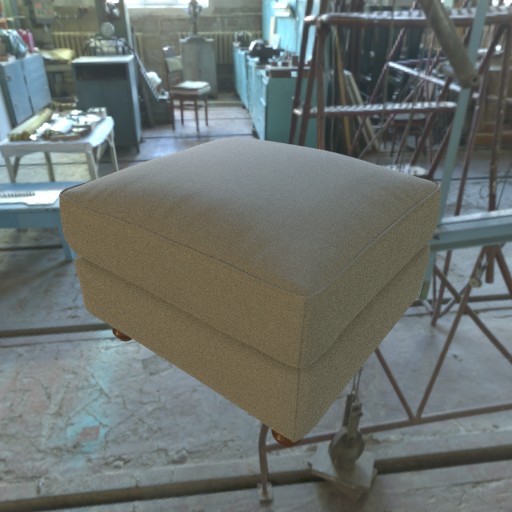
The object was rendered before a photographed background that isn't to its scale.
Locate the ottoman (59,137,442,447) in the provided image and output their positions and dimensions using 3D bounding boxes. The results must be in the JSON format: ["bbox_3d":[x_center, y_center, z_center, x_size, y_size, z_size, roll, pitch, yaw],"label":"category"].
[{"bbox_3d":[0.000,0.000,1.145,0.716,0.505,0.662,21,36,32],"label":"ottoman"}]
